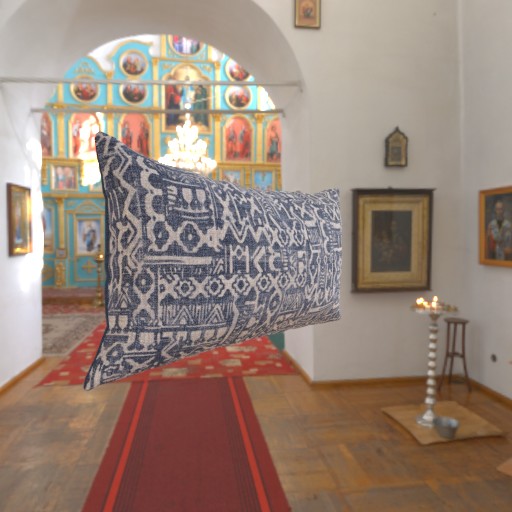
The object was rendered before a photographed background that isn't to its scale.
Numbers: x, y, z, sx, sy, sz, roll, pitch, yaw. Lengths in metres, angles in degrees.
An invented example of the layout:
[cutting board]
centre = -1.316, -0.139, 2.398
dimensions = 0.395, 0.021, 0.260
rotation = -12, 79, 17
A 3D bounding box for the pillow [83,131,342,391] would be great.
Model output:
[pillow]
centre = 0.000, 0.000, 0.738
dimensions = 0.148, 0.292, 0.631
rotation = 1, 1, 37
